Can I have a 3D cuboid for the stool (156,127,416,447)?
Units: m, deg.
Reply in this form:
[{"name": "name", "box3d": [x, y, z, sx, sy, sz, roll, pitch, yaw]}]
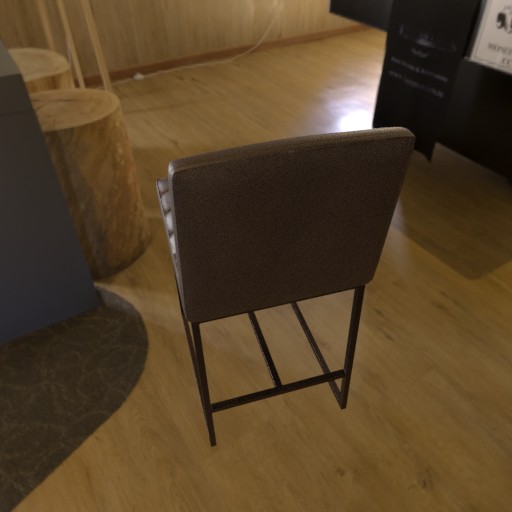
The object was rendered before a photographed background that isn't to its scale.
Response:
[{"name": "stool", "box3d": [0.000, 0.000, 1.236, 0.463, 0.946, 0.562, -11, 43, -12]}]
